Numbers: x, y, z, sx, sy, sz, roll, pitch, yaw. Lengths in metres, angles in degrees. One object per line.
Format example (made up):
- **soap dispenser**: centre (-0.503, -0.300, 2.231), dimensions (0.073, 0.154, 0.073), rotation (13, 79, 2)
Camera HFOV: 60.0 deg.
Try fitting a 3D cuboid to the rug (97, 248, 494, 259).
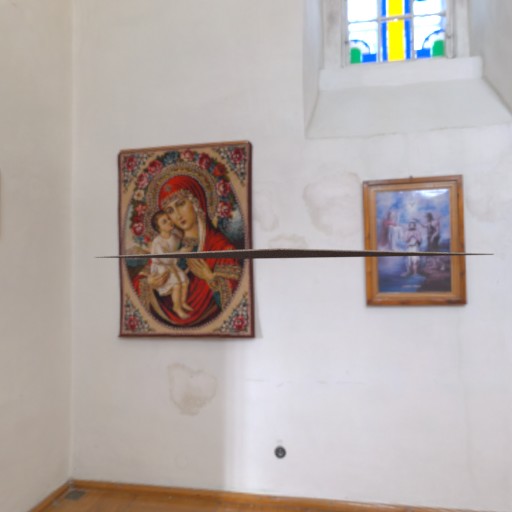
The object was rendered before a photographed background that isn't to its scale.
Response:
- **rug**: centre (0.000, 0.000, 3.001), dimensions (1.507, 0.007, 2.433), rotation (1, -1, -35)
